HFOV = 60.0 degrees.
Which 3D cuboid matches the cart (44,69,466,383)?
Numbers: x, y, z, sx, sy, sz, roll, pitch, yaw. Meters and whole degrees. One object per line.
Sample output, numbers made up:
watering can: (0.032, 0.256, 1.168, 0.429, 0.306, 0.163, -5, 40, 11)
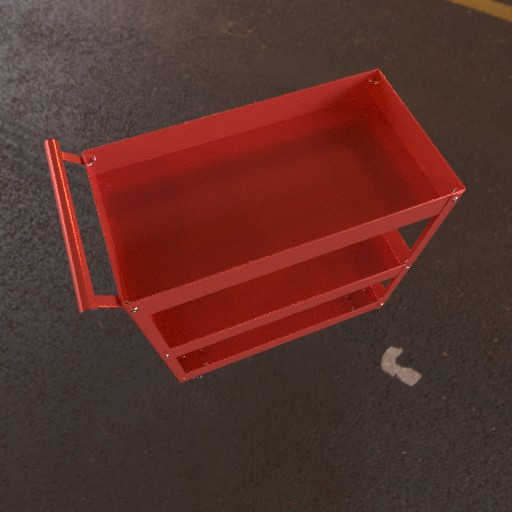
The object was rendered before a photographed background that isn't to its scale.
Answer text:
cart: (0.000, 0.000, 1.155, 0.719, 0.780, 0.366, -19, 64, -9)
